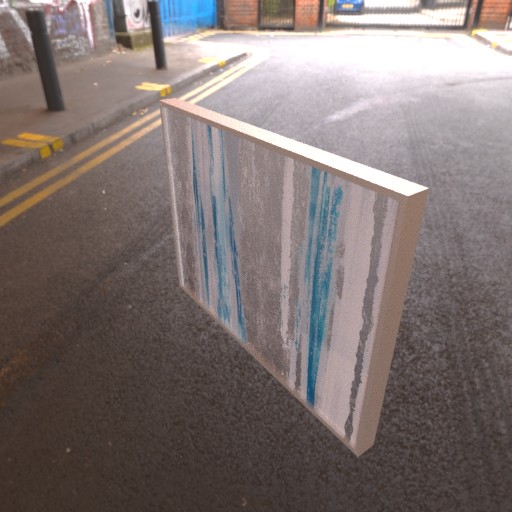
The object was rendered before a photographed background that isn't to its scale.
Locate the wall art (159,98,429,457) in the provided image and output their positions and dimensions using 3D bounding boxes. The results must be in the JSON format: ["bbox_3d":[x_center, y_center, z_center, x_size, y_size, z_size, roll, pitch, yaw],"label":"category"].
[{"bbox_3d":[0.000,0.000,1.432,0.066,0.801,1.056,-21,37,-31],"label":"wall art"}]
